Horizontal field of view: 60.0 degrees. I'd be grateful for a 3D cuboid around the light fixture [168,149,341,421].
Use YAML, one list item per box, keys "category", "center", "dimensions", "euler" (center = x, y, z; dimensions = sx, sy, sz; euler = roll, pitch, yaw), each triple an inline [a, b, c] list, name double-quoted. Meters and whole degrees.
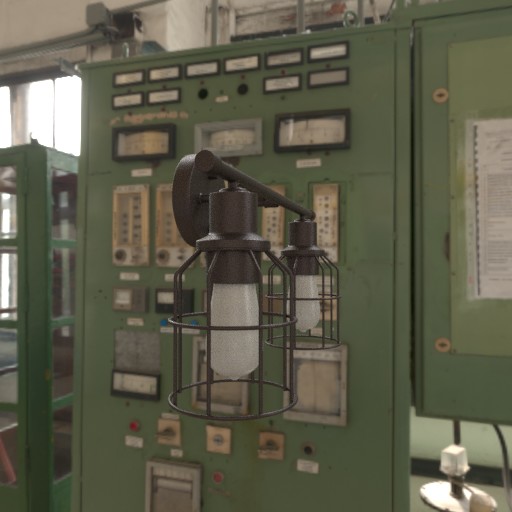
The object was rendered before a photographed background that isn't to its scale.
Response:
- category: "light fixture"
  center: [0.000, 0.000, 0.533]
  dimensions: [0.165, 0.254, 0.406]
  euler: [0, -1, 18]
